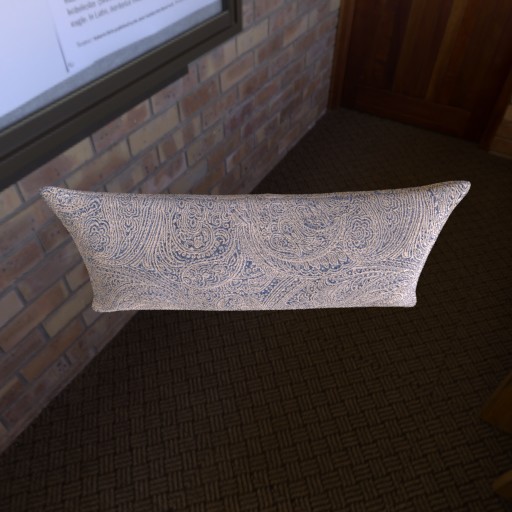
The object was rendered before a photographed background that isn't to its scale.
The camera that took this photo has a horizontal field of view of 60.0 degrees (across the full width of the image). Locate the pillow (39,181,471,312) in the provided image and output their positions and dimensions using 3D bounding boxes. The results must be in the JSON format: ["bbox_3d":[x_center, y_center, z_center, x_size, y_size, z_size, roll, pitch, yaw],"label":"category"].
[{"bbox_3d":[0.000,0.000,0.735,0.615,0.295,0.151,-1,47,-1],"label":"pillow"}]
